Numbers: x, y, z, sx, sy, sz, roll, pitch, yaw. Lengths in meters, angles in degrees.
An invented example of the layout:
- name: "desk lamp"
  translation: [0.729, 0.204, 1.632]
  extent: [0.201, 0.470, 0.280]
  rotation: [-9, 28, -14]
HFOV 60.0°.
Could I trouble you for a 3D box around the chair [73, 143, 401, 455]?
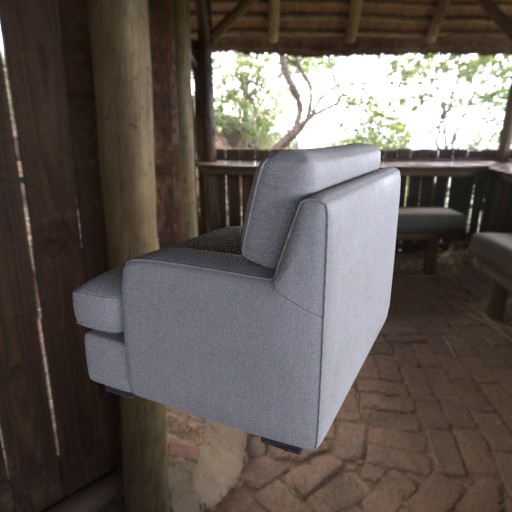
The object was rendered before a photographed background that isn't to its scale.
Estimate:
- name: "chair"
  translation: [0.000, 0.000, 1.998]
  extent: [1.043, 0.974, 1.270]
  rotation: [8, 18, 25]
